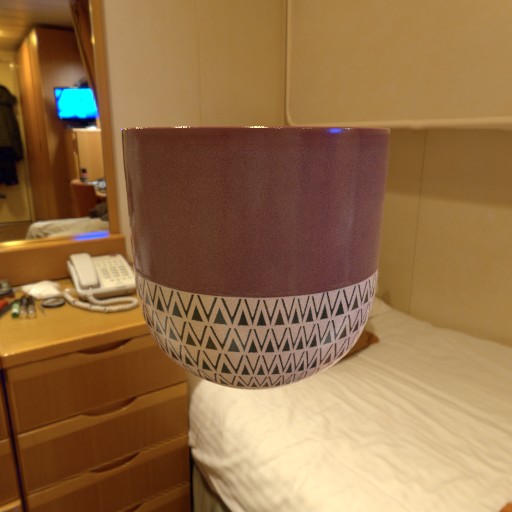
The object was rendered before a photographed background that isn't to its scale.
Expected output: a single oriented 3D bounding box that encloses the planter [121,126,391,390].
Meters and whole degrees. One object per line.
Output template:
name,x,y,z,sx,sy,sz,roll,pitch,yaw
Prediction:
planter,0.000,0.000,0.490,0.266,0.270,0.266,0,15,0
